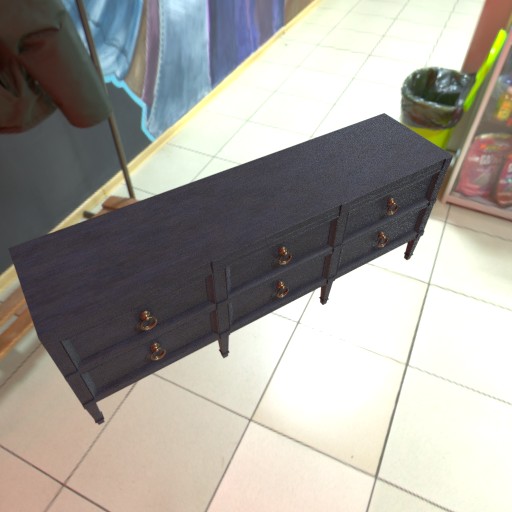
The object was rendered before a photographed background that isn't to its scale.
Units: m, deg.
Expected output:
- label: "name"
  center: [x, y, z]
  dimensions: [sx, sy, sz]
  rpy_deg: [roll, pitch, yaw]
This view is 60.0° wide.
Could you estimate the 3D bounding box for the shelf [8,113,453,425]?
- label: "shelf"
  center: [0.000, 0.000, 2.113]
  dimensions: [1.878, 0.715, 0.471]
  rpy_deg: [-24, 51, -21]
